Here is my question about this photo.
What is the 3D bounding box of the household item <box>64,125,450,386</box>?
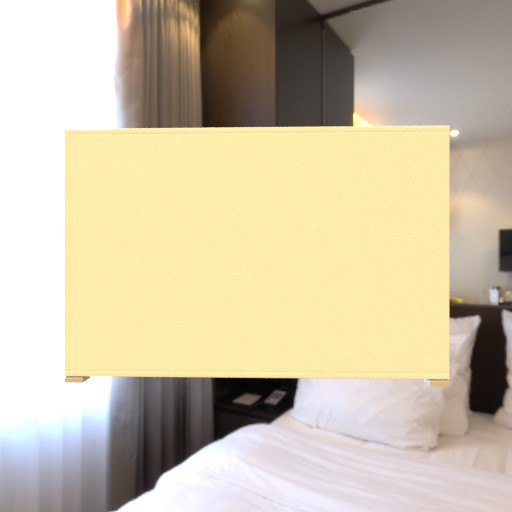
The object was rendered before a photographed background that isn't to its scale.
[{"bbox_3d":[0.000,0.000,1.703,1.300,0.867,0.420,0,0,2],"label":"household item"}]
